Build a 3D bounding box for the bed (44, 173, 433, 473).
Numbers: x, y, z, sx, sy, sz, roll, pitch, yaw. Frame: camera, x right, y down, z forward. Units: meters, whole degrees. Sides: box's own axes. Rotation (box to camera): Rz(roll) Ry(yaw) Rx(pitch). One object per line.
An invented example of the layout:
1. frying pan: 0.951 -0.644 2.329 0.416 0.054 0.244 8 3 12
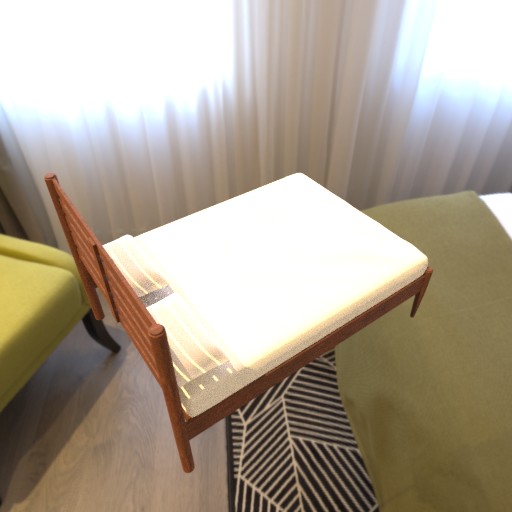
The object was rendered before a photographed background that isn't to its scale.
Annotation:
1. bed: 0.000 0.000 3.101 2.093 1.304 1.509 -25 48 -26
